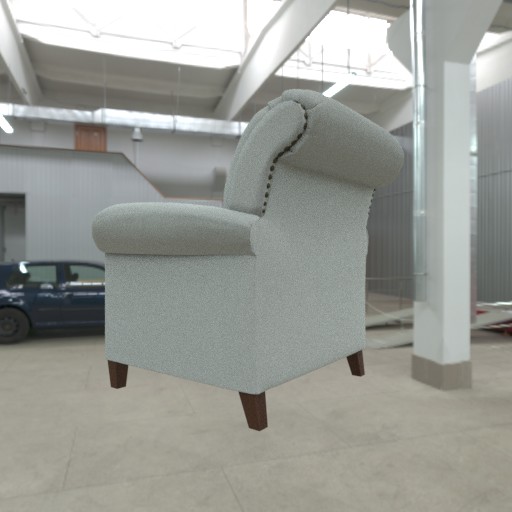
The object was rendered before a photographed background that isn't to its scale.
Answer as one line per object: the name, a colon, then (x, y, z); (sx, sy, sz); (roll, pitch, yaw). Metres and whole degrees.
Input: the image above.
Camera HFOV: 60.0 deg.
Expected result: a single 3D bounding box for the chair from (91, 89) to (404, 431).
chair: (0.000, 0.000, 1.615); (0.890, 0.927, 0.854); (0, 1, 37)
